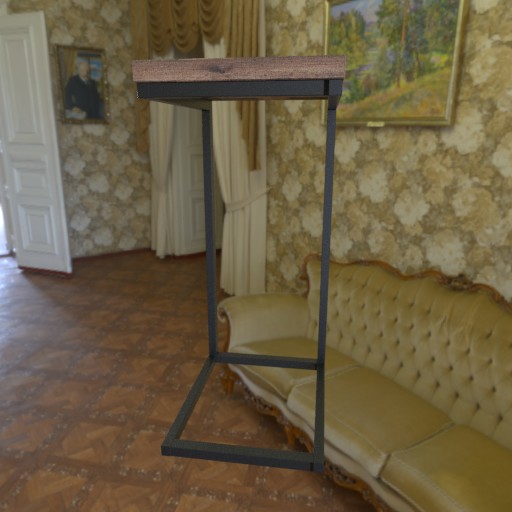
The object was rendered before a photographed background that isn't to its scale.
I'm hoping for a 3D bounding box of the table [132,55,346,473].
[{"bbox_3d":[0.000,0.000,0.944,0.323,0.718,0.414,2,16,9],"label":"table"}]
